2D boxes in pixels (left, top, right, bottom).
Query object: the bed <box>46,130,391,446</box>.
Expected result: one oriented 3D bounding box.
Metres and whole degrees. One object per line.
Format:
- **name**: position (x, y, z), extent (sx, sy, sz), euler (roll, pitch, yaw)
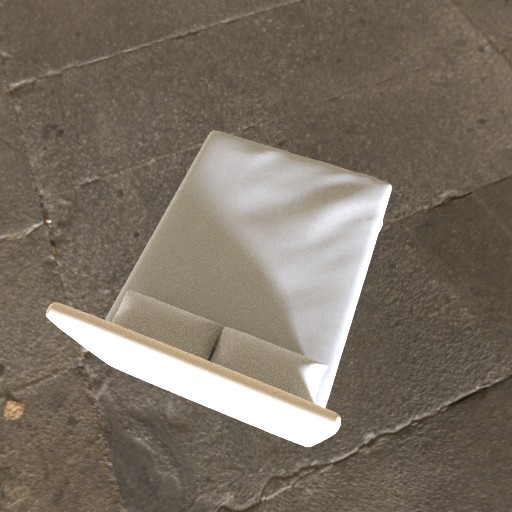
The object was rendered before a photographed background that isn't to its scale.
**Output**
- **bed**: position (0.000, 0.000, 3.301), extent (1.748, 1.330, 2.142), euler (19, 65, 9)
